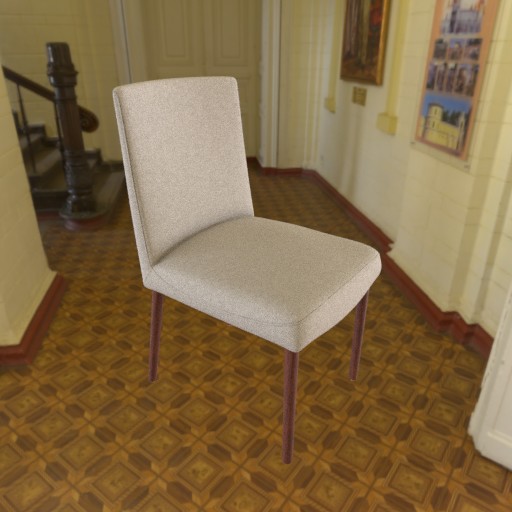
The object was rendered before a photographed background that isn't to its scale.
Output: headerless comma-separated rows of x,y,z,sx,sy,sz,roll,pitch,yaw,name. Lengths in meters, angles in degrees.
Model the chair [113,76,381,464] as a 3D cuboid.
0.000,0.000,1.182,0.570,0.859,0.456,18,31,32,chair
